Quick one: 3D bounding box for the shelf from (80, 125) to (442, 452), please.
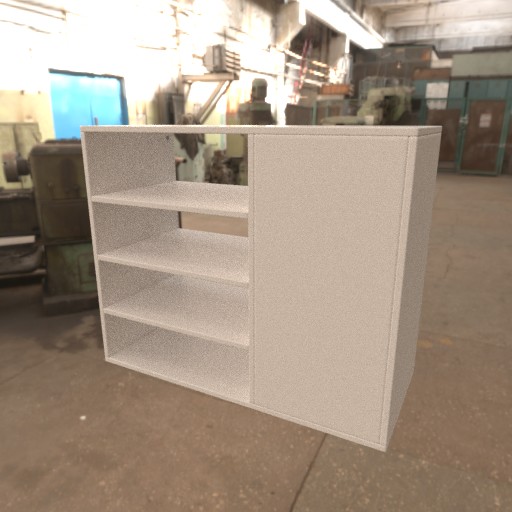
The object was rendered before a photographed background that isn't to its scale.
[{"bbox_3d":[0.000,0.000,1.299,0.895,0.732,0.396,9,19,26],"label":"shelf"}]
